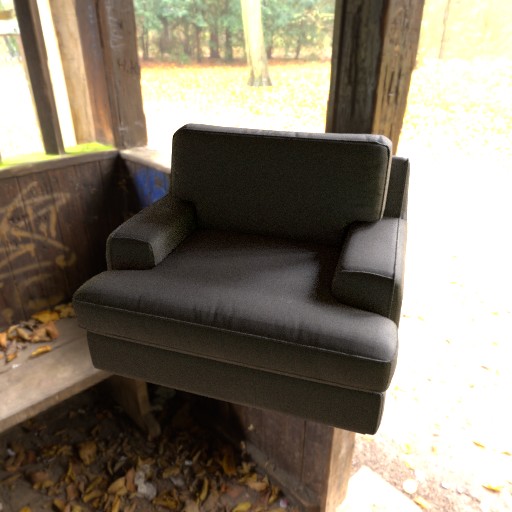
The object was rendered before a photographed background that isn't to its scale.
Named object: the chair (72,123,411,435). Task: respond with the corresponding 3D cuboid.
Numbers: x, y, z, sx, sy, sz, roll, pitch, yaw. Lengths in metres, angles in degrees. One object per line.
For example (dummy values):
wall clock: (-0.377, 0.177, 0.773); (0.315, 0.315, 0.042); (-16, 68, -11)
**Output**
chair: (0.000, 0.000, 1.967); (1.270, 0.974, 1.043); (8, 29, 16)
